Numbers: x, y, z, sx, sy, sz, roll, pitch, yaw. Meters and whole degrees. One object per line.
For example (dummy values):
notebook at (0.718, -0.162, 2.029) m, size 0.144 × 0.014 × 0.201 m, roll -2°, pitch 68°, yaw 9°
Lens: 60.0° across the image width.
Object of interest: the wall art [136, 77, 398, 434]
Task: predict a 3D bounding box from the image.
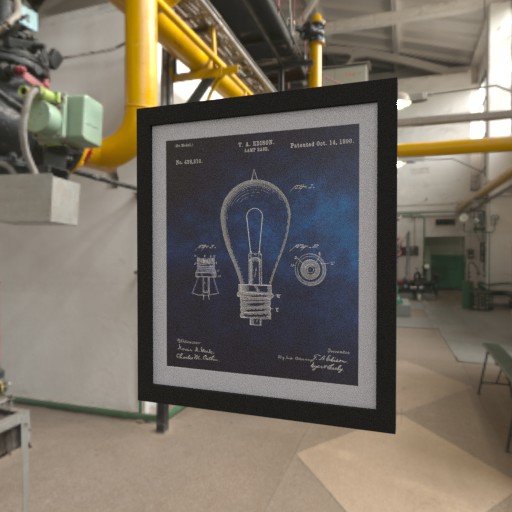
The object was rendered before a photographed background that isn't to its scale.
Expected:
wall art at (0.000, 0.000, 0.707) m, size 0.428 × 0.505 × 0.023 m, roll 0°, pitch 1°, yaw 19°
